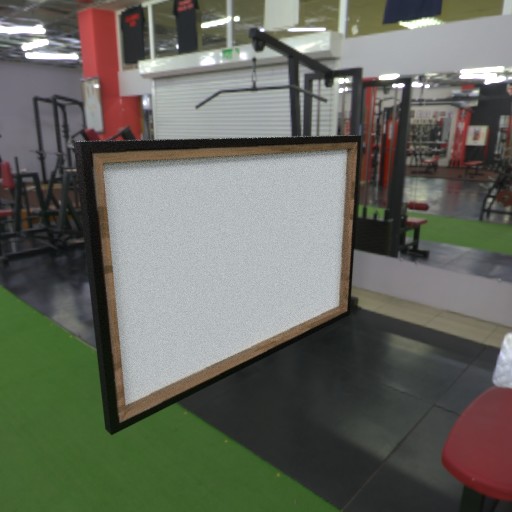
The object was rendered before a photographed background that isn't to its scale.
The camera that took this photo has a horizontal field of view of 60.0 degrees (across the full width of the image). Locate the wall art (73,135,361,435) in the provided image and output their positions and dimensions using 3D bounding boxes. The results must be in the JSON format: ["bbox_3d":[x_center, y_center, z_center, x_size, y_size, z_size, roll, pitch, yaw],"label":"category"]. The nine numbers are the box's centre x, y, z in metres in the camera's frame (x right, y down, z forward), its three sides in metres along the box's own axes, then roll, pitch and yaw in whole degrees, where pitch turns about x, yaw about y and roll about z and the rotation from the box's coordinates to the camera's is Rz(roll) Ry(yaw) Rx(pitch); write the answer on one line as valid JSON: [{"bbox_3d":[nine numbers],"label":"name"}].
[{"bbox_3d":[0.000,0.000,0.862,0.659,0.446,0.022,-15,22,-43],"label":"wall art"}]
